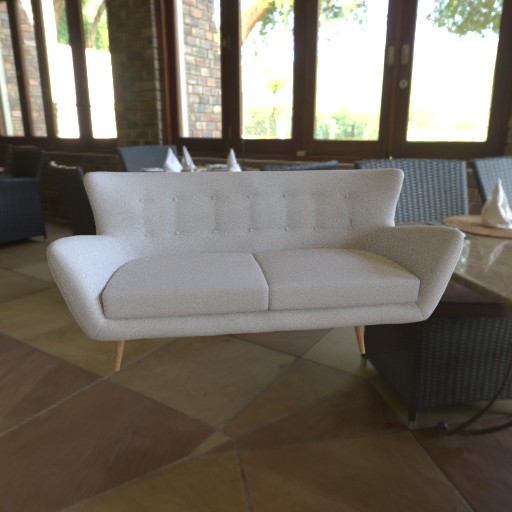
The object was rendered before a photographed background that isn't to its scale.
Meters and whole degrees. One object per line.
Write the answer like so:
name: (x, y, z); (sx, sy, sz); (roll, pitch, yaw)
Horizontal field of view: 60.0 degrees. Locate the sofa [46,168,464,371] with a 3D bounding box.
sofa: (0.000, 0.000, 2.431); (1.930, 0.890, 0.899); (-2, 16, -8)
